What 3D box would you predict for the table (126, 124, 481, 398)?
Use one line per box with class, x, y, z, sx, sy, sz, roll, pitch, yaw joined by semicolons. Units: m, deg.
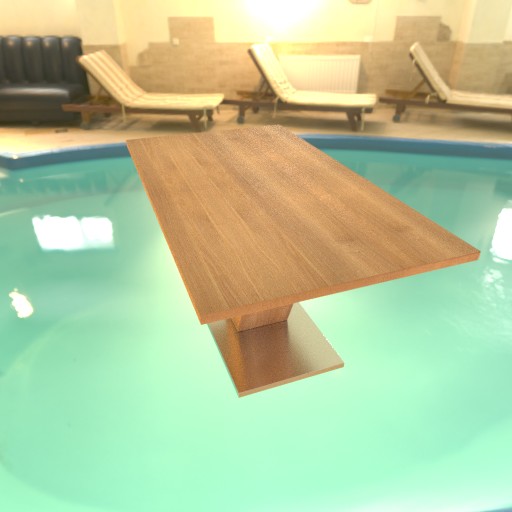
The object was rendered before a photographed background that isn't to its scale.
table;0.000;0.000;2.083;0.900;0.750;1.600;-11;33;-17
